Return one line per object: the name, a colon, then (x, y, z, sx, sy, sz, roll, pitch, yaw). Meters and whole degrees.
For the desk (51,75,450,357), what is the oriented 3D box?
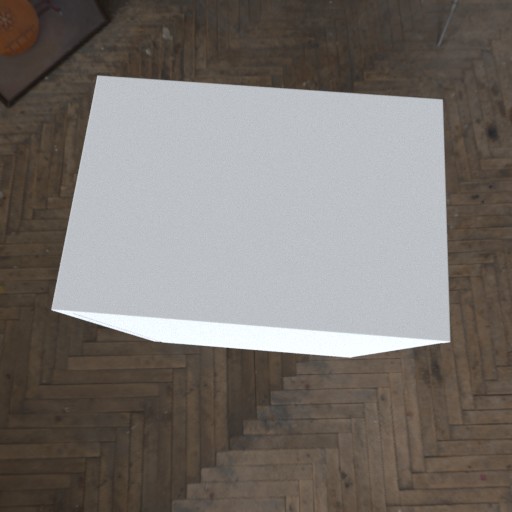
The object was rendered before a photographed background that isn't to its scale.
desk: (0.000, 0.000, 1.054, 0.600, 0.730, 0.404, 4, 75, 1)
